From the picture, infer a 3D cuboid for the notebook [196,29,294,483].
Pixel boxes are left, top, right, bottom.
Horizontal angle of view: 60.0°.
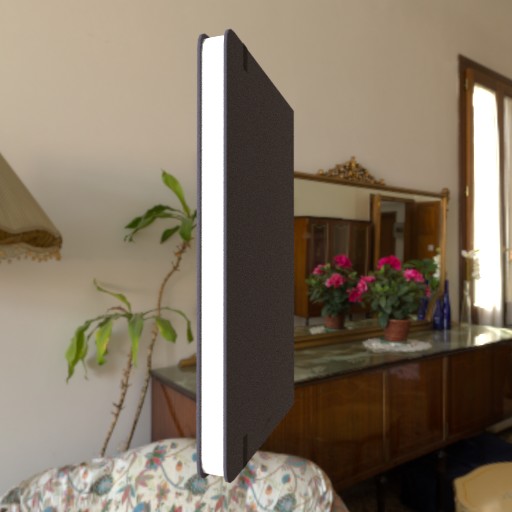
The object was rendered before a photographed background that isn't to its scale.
[{"bbox_3d":[0.000,0.000,0.263,0.016,0.213,0.127,0,-1,19],"label":"notebook"}]
